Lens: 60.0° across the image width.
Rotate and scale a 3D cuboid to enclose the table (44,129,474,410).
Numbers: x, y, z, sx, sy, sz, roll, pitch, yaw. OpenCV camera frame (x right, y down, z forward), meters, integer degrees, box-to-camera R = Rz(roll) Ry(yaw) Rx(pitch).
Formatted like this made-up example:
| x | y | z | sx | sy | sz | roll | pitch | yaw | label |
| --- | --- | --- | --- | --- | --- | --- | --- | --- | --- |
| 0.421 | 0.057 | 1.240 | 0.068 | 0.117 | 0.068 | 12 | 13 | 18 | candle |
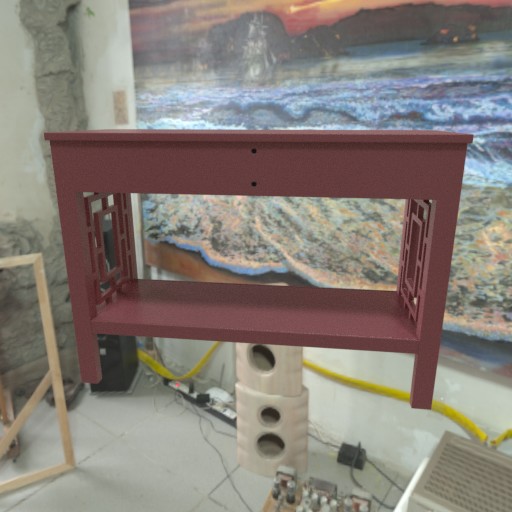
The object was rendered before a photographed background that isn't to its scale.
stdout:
| x | y | z | sx | sy | sz | roll | pitch | yaw | label |
| --- | --- | --- | --- | --- | --- | --- | --- | --- | --- |
| 0.000 | 0.000 | 1.389 | 1.068 | 0.753 | 0.397 | 2 | 17 | 7 | table |
